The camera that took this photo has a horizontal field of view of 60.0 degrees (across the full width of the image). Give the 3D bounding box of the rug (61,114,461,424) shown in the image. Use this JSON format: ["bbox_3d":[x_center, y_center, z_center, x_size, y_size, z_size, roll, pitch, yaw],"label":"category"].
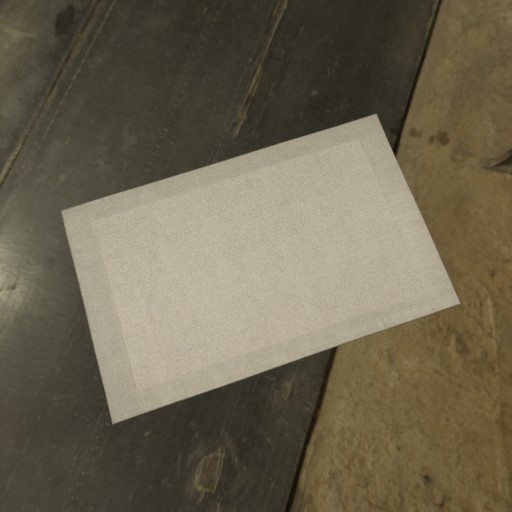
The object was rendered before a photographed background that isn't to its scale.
[{"bbox_3d":[0.000,0.000,3.096,2.438,0.014,1.524,-18,77,-4],"label":"rug"}]
